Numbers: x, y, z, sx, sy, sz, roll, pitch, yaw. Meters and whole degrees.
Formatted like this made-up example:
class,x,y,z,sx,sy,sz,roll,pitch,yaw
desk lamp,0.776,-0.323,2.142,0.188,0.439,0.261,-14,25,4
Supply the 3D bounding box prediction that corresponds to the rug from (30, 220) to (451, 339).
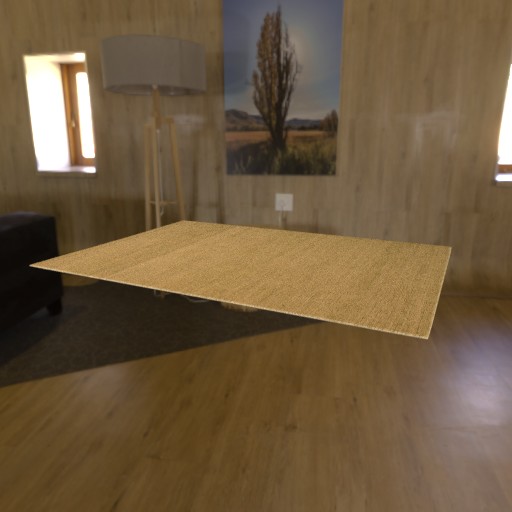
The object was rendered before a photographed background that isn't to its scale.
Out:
class,x,y,z,sx,sy,sz,roll,pitch,yaw
rug,0.000,0.000,5.014,3.935,0.025,2.782,7,17,25
